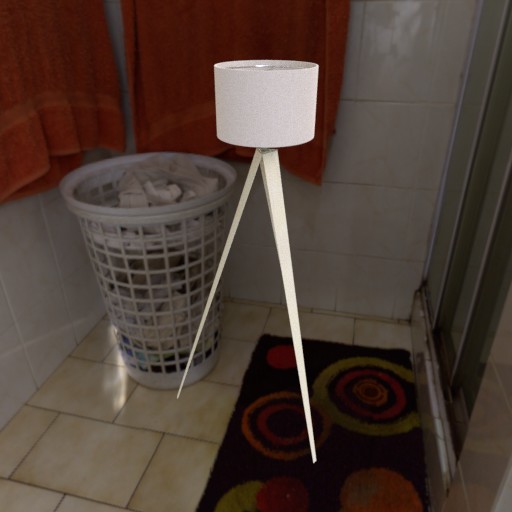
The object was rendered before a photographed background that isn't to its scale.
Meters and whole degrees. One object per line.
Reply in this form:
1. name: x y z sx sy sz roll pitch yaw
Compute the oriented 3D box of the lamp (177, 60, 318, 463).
1. lamp: 0.000 0.000 1.902 0.724 1.524 0.716 8 30 14
